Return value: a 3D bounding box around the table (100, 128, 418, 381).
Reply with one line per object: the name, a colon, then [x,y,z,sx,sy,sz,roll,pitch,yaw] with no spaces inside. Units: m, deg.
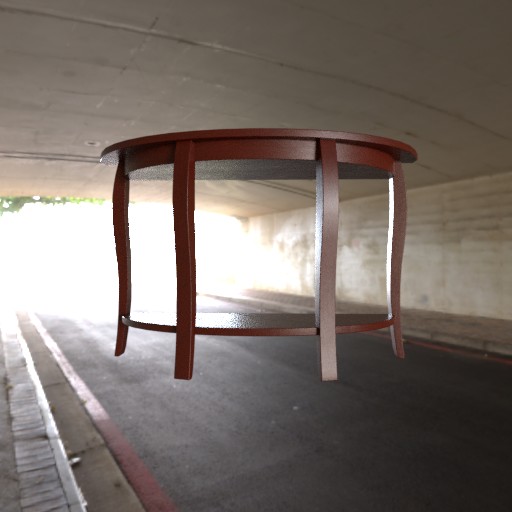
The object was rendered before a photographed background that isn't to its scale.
table: [0.000,0.000,1.553,1.219,0.779,0.405,0,0,2]
